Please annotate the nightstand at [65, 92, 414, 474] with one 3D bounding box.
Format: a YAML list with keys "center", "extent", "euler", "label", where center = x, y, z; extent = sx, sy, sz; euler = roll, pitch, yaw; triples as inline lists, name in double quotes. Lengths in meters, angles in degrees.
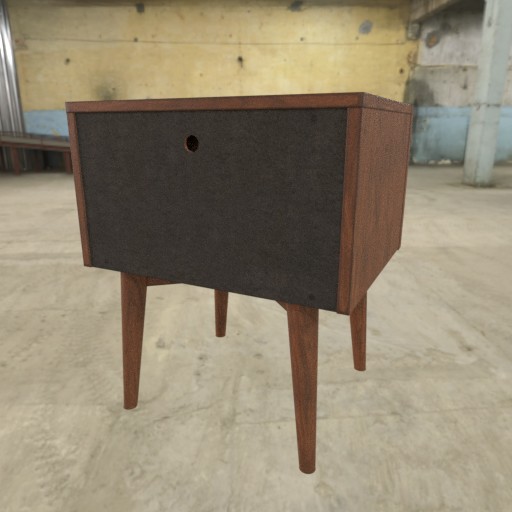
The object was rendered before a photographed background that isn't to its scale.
- center: [0.000, 0.000, 0.933]
  extent: [0.521, 0.607, 0.445]
  euler: [8, 18, 26]
  label: "nightstand"
